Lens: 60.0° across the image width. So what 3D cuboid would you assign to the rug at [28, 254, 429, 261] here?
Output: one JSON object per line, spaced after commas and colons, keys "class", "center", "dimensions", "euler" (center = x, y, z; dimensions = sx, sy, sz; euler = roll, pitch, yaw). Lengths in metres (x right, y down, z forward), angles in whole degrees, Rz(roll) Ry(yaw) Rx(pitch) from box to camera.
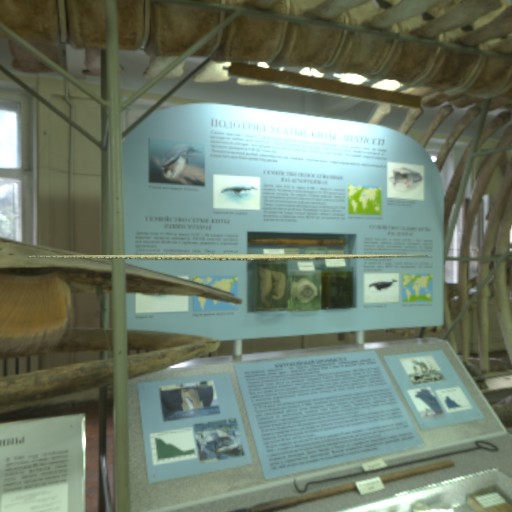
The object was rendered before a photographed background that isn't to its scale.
{"class": "rug", "center": [0.000, 0.000, 4.352], "dimensions": [2.431, 0.017, 3.291], "euler": [0, 1, 37]}
